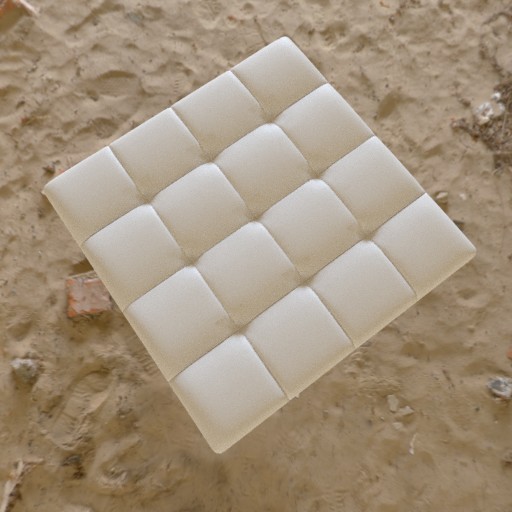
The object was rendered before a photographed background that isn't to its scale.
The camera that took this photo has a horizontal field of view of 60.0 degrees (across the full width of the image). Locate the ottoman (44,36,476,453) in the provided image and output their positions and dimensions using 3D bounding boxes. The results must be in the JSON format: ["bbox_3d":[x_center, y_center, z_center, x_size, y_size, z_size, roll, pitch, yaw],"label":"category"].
[{"bbox_3d":[0.000,0.000,0.787,0.425,0.432,0.425,-35,78,-9],"label":"ottoman"}]
